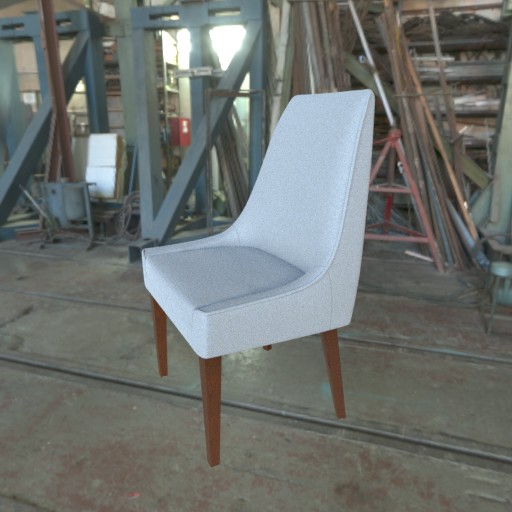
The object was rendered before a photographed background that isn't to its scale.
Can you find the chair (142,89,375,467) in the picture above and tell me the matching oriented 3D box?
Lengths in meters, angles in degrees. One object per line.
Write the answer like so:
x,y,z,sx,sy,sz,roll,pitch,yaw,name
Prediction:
0.000,0.000,1.223,0.544,0.861,0.529,-9,19,-26,chair
